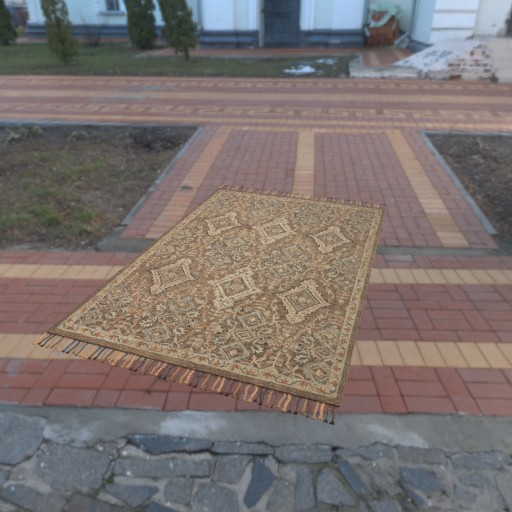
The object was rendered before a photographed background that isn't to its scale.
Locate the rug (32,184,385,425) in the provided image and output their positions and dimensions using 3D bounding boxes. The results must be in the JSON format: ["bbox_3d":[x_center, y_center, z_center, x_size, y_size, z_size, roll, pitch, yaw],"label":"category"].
[{"bbox_3d":[0.000,0.000,2.989,1.516,0.010,2.434,9,30,17],"label":"rug"}]
